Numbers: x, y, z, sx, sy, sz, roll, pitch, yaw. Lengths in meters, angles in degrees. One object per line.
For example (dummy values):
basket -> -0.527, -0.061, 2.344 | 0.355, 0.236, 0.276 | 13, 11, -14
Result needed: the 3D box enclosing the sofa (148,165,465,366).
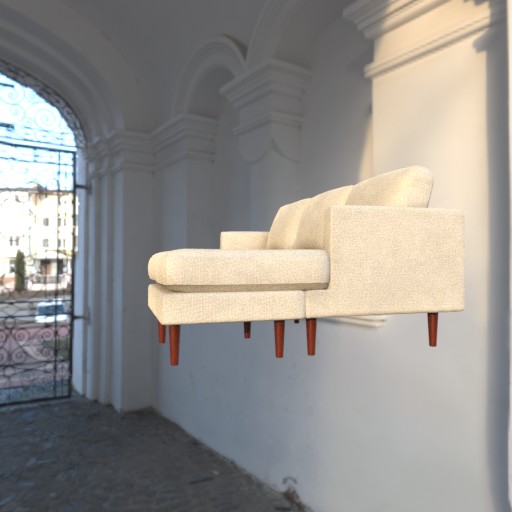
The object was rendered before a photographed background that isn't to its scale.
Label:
sofa -> 0.000, 0.000, 3.054 | 1.504, 0.956, 2.233 | 0, 0, -18
